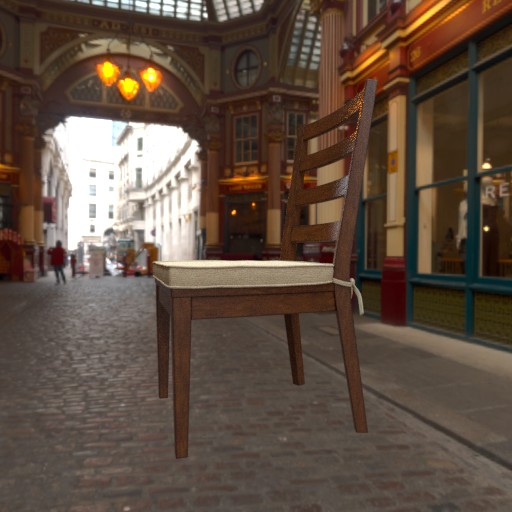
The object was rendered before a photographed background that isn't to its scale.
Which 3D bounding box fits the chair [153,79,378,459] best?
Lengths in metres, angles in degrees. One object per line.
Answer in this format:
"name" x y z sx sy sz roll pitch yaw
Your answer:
"chair" 0.000 0.000 1.383 0.595 0.979 0.593 0 1 -17
